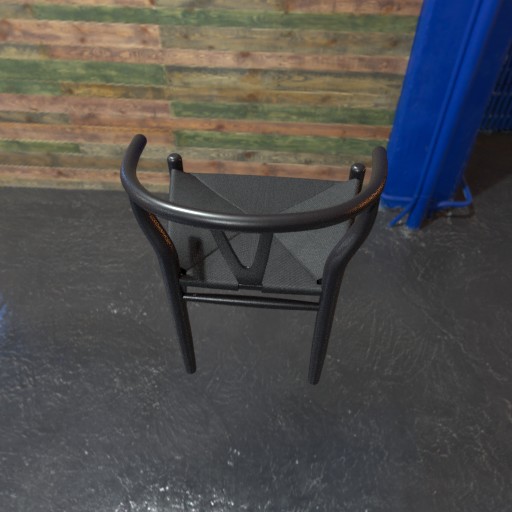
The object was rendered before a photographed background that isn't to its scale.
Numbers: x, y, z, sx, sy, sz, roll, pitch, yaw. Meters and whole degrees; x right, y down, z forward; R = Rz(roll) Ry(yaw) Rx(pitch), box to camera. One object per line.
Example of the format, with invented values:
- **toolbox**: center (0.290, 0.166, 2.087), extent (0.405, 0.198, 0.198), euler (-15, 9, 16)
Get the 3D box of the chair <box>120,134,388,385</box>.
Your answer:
- **chair**: center (0.000, 0.000, 1.150), extent (0.569, 0.730, 0.579), euler (4, 45, 4)
